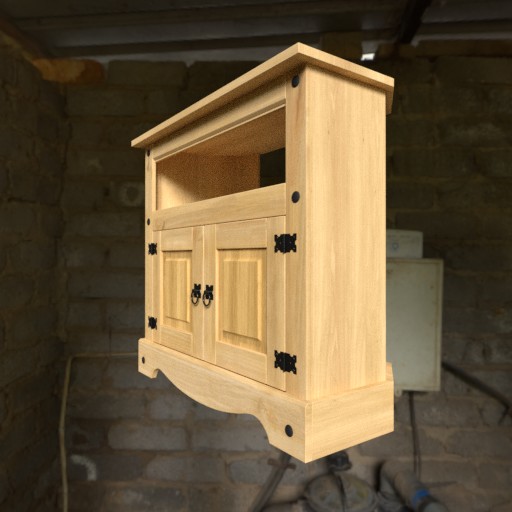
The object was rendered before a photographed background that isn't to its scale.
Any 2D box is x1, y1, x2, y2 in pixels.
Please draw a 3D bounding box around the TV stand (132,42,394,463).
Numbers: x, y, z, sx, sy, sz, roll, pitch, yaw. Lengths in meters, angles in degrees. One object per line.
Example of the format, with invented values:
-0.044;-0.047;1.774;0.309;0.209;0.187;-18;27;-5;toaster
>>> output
0.000;0.000;1.282;0.425;0.781;0.851;0;0;-36;TV stand
